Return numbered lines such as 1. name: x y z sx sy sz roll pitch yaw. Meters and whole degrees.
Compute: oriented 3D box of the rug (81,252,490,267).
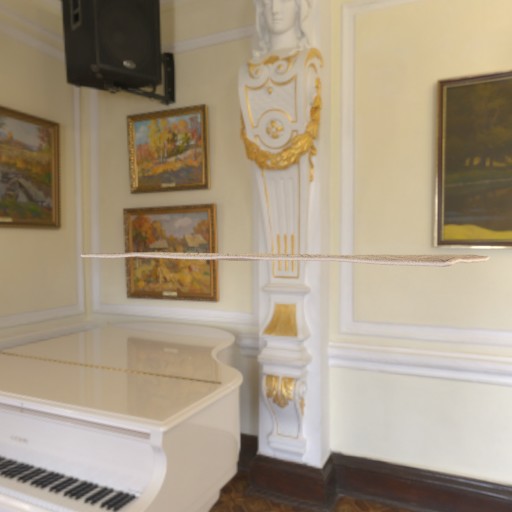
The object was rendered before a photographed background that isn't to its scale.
1. rug: 0.000 0.000 2.649 2.381 0.036 0.831 1 2 37
